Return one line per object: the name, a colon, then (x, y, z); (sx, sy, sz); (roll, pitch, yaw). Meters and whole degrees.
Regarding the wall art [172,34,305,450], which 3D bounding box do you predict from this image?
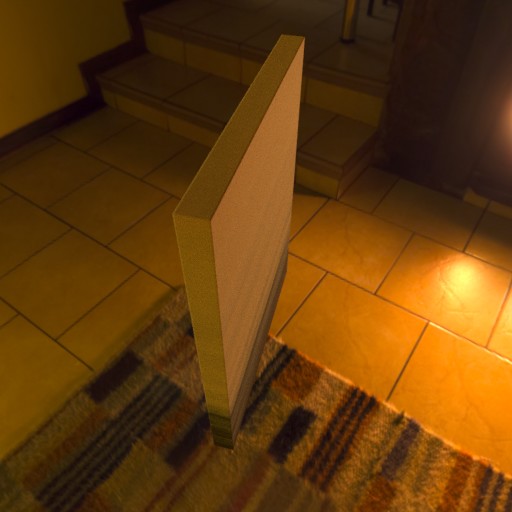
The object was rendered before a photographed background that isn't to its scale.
wall art: (0.000, 0.000, 0.823); (0.040, 0.608, 0.489); (11, 48, 10)
